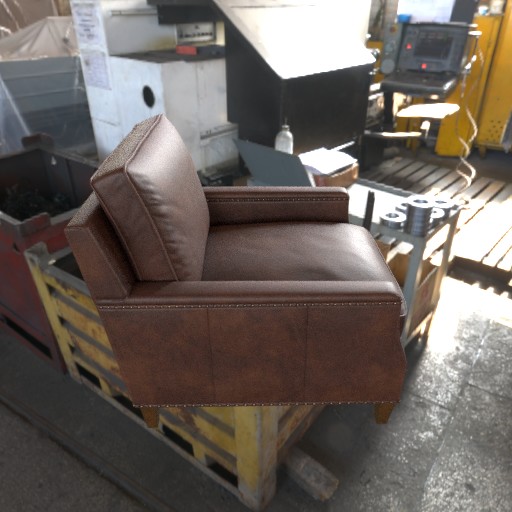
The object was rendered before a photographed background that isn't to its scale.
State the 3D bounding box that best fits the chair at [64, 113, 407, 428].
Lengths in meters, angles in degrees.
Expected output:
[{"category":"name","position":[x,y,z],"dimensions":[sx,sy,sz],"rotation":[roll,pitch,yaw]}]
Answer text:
[{"category":"chair","position":[0.000,0.000,1.679],"dimensions":[1.014,0.929,0.853],"rotation":[-1,31,-1]}]
